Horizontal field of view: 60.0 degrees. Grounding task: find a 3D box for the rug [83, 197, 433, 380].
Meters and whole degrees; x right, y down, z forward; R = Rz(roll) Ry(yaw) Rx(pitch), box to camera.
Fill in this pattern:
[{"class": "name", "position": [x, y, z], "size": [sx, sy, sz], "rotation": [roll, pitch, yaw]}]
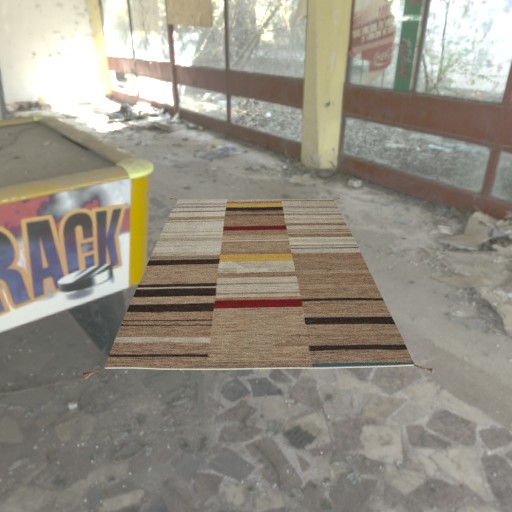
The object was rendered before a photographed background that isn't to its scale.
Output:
[{"class": "rug", "position": [0.000, 0.000, 2.420], "size": [1.268, 0.007, 1.918], "rotation": [0, 27, 0]}]
